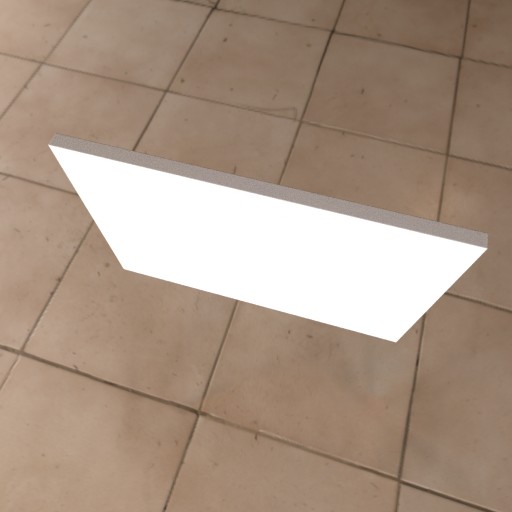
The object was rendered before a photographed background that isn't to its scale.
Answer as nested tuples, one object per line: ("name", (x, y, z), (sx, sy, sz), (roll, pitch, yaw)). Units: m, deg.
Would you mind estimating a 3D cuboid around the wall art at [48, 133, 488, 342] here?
("wall art", (0.000, 0.000, 1.147), (0.898, 0.601, 0.038), (14, 64, 7))
